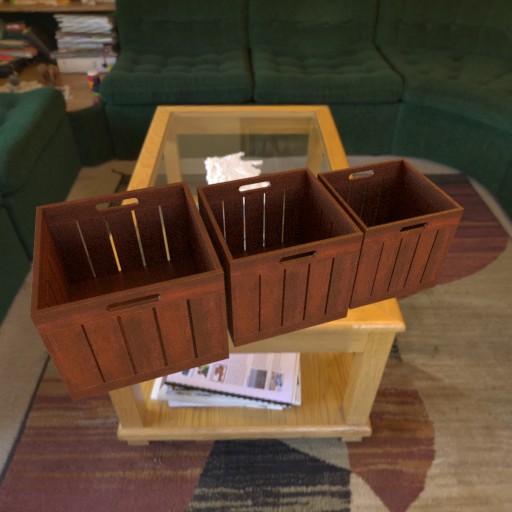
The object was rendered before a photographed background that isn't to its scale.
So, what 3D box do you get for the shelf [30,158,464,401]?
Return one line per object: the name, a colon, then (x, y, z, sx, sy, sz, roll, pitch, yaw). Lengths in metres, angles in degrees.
shelf: (0.000, 0.000, 1.236, 1.064, 0.311, 0.393, -12, 43, -14)
